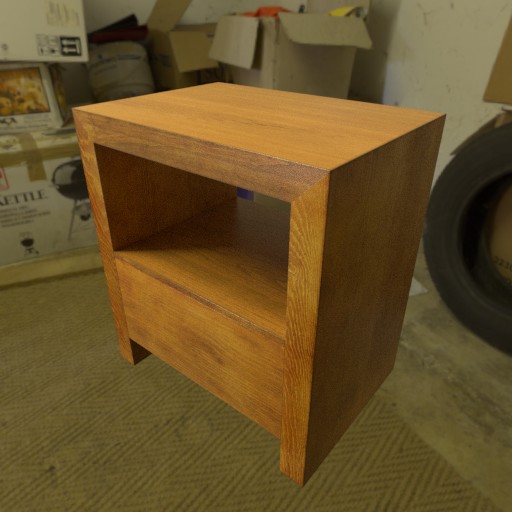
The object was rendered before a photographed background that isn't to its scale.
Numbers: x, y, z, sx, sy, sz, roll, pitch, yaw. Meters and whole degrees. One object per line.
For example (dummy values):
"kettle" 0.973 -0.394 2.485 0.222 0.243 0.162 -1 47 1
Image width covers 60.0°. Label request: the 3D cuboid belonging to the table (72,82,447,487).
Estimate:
"table" 0.000 0.000 0.949 0.550 0.605 0.400 22 37 33
